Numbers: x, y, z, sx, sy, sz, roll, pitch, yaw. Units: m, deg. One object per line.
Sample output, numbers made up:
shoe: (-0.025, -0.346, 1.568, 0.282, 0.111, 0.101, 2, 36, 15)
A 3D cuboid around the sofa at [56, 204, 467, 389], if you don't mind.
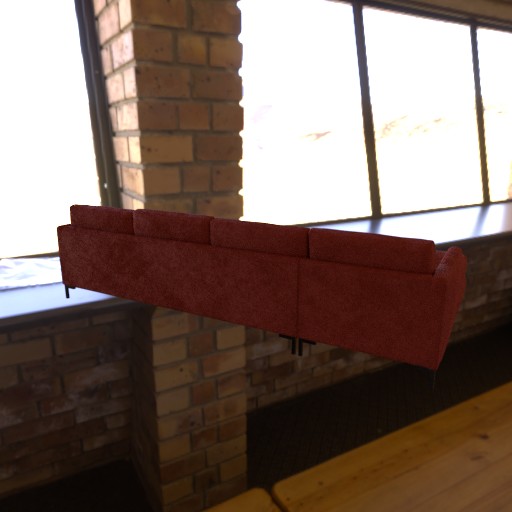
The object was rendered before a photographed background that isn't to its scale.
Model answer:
sofa: (0.000, 0.000, 2.899, 2.467, 0.663, 1.136, 8, 17, 28)
